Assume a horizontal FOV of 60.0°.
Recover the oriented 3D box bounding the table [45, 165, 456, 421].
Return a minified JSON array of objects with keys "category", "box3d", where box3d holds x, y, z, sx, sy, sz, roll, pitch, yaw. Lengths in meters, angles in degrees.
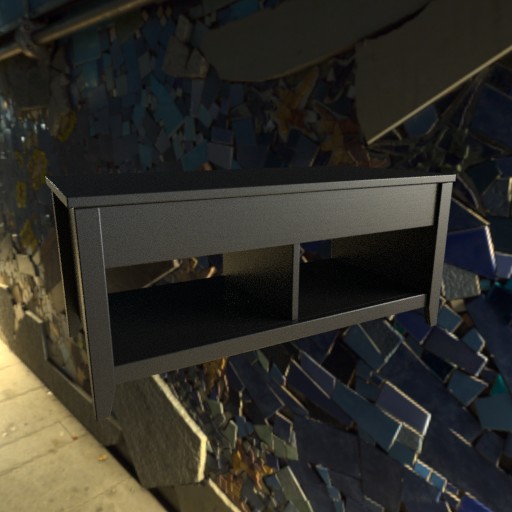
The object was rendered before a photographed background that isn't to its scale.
[{"category":"table","box3d":[0.000,0.000,1.271,1.016,0.457,0.483,-8,17,-28]}]
